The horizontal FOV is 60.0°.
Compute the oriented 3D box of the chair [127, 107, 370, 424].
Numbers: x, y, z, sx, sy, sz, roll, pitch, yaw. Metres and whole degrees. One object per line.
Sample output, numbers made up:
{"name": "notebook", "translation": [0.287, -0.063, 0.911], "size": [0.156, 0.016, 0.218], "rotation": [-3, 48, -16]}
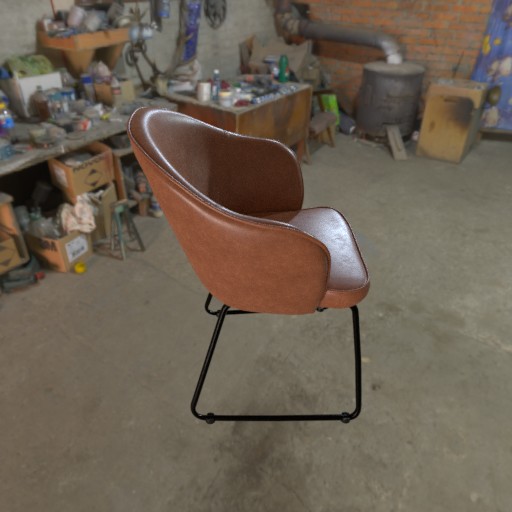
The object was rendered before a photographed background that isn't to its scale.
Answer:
{"name": "chair", "translation": [0.000, 0.000, 1.237], "size": [0.580, 0.785, 0.582], "rotation": [-1, 32, -1]}
